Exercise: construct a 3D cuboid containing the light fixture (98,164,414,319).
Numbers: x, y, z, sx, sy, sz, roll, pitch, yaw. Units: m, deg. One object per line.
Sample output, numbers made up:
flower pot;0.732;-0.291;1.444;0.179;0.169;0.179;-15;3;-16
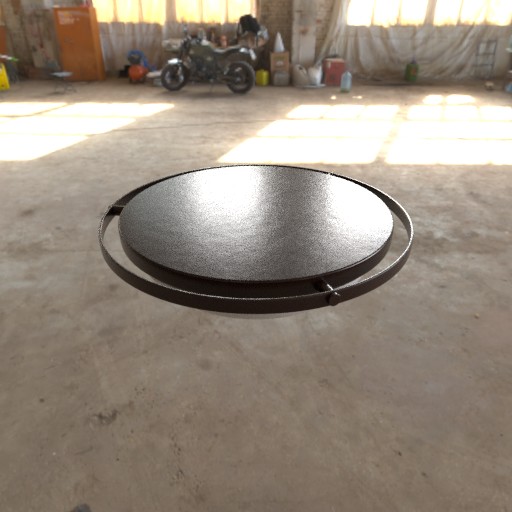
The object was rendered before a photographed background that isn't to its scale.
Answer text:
light fixture;0.000;0.000;0.560;0.361;0.130;0.361;0;30;0
